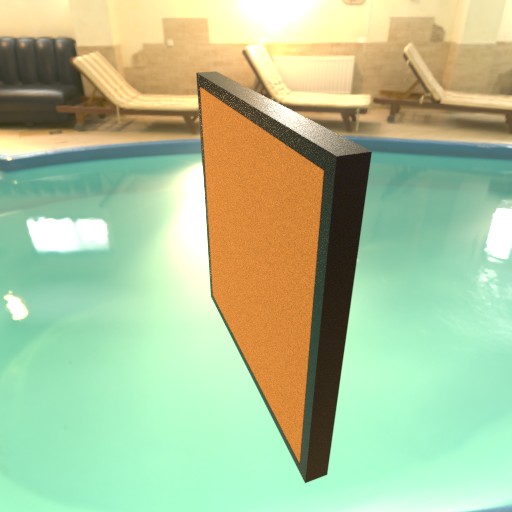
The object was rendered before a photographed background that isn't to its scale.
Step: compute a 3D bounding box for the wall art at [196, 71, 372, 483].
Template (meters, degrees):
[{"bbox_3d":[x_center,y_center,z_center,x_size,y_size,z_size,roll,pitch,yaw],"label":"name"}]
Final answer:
[{"bbox_3d":[0.000,0.000,0.744,0.038,0.506,0.506,-11,33,-18],"label":"wall art"}]
